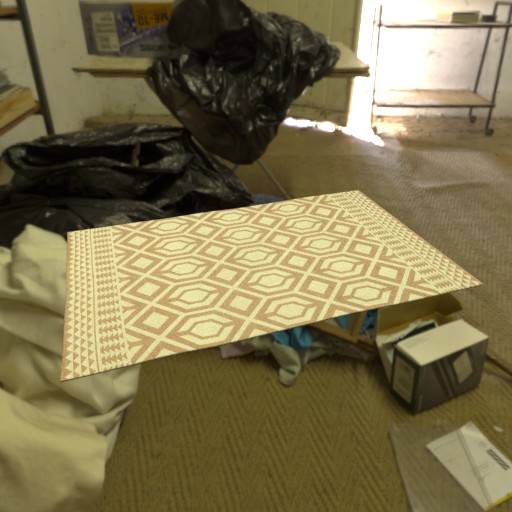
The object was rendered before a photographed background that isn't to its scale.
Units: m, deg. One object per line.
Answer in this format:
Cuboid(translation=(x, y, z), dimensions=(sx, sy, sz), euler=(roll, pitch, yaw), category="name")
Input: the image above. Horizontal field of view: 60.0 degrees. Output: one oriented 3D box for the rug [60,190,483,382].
Cuboid(translation=(0.000, 0.000, 2.999), dimensions=(2.435, 0.011, 1.526), euler=(-10, 33, -16), category="rug")
